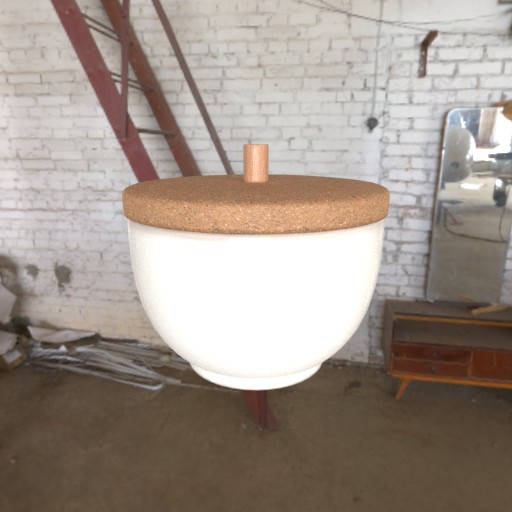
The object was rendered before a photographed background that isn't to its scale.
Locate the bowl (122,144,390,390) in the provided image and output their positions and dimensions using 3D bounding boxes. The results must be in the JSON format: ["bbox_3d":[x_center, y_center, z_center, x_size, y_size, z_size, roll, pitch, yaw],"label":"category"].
[{"bbox_3d":[0.000,0.000,0.226,0.126,0.110,0.126,0,15,0],"label":"bowl"}]
